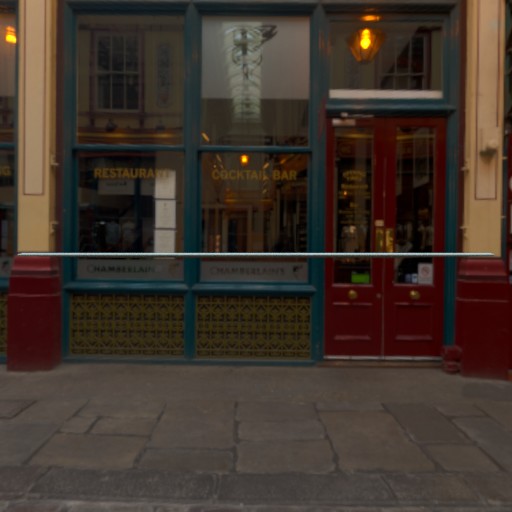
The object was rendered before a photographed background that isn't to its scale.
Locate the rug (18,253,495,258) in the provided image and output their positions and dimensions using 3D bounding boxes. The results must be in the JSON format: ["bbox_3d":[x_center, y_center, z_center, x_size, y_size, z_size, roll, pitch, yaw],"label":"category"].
[{"bbox_3d":[0.000,0.000,2.316,1.840,0.012,1.219,0,0,0],"label":"rug"}]
